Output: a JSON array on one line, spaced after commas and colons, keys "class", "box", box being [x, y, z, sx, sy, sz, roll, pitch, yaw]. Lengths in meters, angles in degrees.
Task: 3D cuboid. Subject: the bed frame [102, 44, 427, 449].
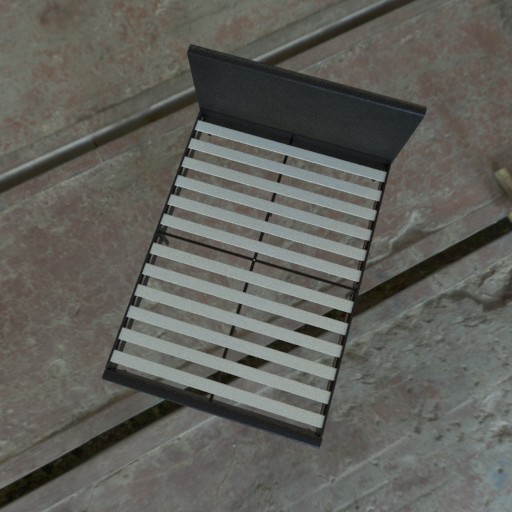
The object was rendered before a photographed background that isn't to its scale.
[{"class": "bed frame", "box": [0.000, 0.000, 3.233, 1.634, 1.127, 2.318, 16, 78, 4]}]
